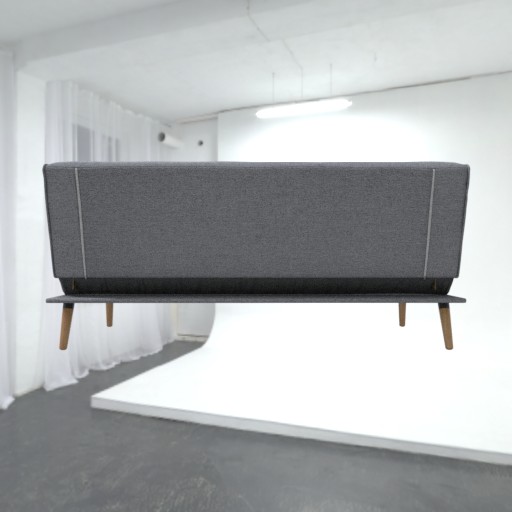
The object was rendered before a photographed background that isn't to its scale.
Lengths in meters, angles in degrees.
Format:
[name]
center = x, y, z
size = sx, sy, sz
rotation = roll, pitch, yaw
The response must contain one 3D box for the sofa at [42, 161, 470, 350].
[sofa]
center = 0.000, 0.000, 2.272
size = 1.820, 0.830, 0.810
rotation = 0, 0, 0
